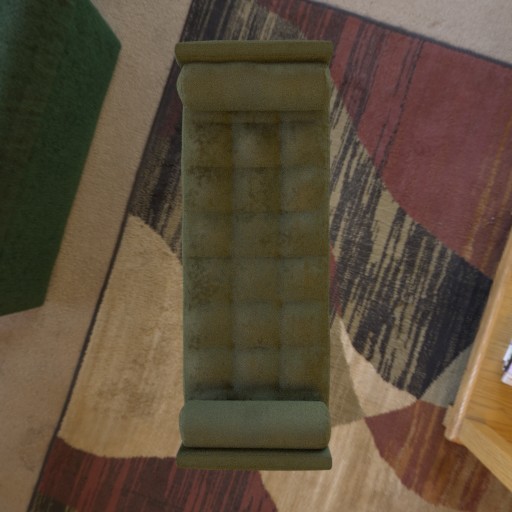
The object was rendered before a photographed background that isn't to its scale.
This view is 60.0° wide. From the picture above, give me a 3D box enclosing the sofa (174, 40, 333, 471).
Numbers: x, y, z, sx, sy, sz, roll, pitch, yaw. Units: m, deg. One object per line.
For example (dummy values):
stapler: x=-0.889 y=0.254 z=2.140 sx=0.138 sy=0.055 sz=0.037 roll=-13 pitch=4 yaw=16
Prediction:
sofa: x=0.000 y=0.000 z=2.476 sx=0.817 sy=0.681 sz=2.130 roll=0 pitch=91 yaw=2
